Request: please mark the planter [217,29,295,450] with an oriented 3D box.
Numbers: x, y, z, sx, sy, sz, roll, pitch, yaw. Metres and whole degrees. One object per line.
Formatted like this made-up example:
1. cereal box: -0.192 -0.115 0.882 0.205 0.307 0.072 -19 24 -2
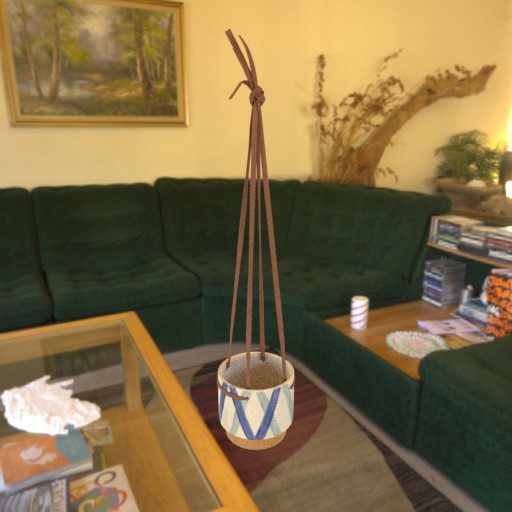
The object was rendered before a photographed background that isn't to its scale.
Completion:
1. planter: 0.000 0.000 0.822 0.157 0.753 0.153 -15 22 -42
